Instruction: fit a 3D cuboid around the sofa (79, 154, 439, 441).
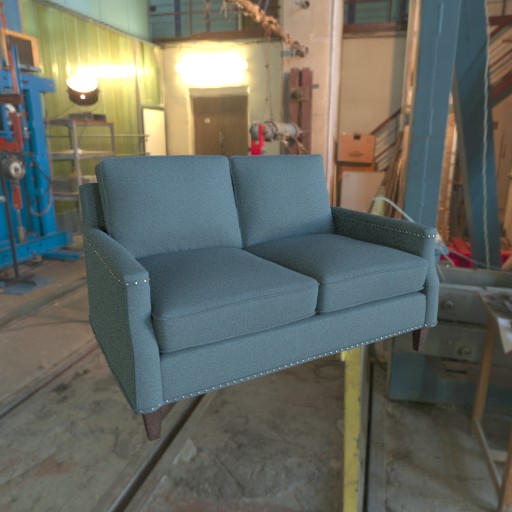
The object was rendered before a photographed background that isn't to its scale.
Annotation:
[{"bbox_3d":[0.000,0.000,2.284,1.597,1.003,1.084,-8,17,-29],"label":"sofa"}]
